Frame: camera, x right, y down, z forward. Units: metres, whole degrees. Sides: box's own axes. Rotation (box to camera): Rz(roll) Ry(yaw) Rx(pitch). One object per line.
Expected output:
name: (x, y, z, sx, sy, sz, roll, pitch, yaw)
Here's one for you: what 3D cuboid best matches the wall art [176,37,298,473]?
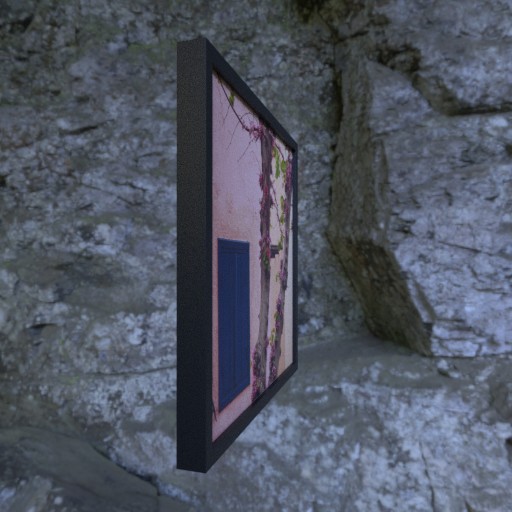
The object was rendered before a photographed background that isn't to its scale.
wall art: (0.000, 0.000, 0.763, 0.038, 0.508, 0.508, 0, 0, 17)
